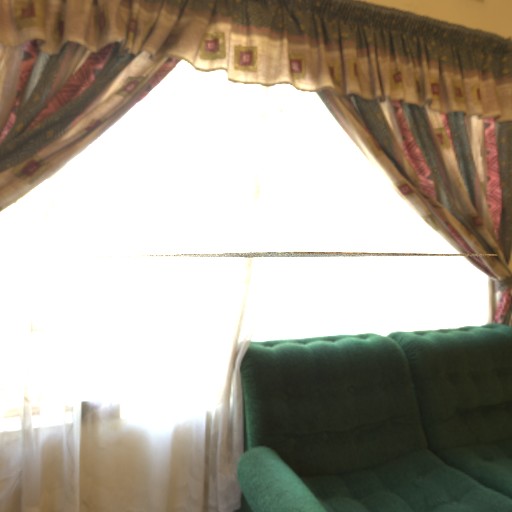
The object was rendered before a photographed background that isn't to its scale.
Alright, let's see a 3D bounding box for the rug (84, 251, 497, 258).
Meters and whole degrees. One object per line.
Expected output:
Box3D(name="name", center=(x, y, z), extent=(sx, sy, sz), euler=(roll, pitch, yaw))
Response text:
Box3D(name="rug", center=(0.000, 0.000, 2.008), extent=(1.035, 0.006, 1.652), euler=(0, -1, -37))
